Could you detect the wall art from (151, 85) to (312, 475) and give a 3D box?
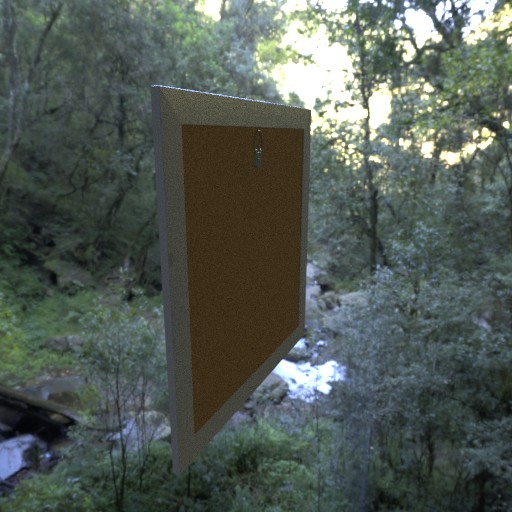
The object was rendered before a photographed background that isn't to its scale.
[{"bbox_3d":[0.000,0.000,0.873,0.015,0.577,0.572,7,17,25],"label":"wall art"}]
